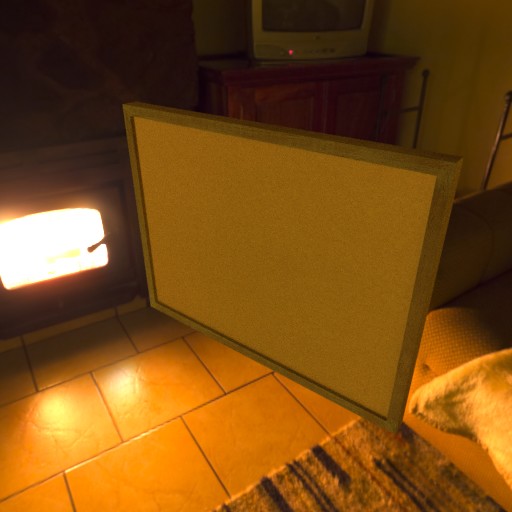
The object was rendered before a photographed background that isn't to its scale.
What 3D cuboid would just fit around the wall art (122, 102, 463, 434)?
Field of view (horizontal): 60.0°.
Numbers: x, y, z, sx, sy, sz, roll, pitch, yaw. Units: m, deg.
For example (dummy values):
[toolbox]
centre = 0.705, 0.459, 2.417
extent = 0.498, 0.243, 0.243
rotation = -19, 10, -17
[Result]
[wall art]
centre = 0.000, 0.000, 1.736
extent = 1.320, 1.009, 0.070
rotation = 20, 35, 32
